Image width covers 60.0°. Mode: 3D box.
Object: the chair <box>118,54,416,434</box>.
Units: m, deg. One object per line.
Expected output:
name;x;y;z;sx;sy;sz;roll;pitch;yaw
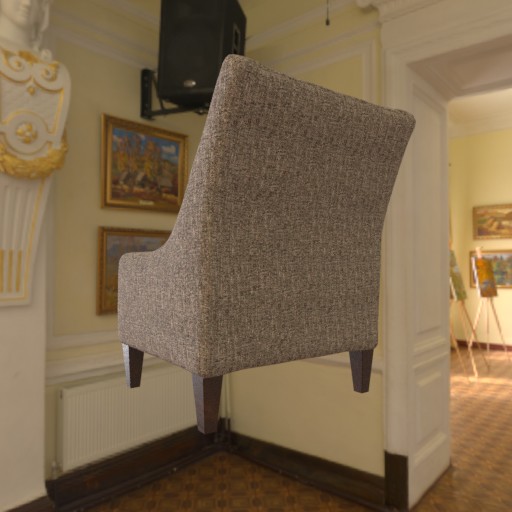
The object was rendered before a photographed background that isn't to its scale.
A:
chair;0.000;0.000;1.646;0.774;1.014;0.870;1;-1;-36
